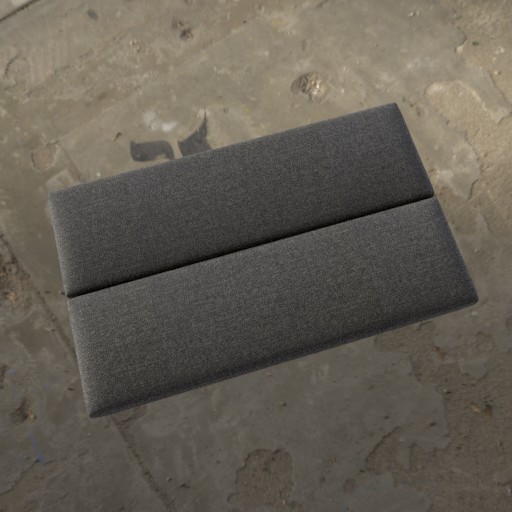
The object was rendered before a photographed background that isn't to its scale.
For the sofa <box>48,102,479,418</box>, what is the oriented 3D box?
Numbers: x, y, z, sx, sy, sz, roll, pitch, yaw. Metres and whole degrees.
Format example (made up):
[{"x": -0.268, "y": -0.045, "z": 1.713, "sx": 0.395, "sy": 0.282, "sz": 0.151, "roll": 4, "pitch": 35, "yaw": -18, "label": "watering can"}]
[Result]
[{"x": 0.000, "y": 0.000, "z": 1.564, "sx": 1.198, "sy": 0.417, "sz": 0.782, "roll": -16, "pitch": 76, "yaw": -4, "label": "sofa"}]
